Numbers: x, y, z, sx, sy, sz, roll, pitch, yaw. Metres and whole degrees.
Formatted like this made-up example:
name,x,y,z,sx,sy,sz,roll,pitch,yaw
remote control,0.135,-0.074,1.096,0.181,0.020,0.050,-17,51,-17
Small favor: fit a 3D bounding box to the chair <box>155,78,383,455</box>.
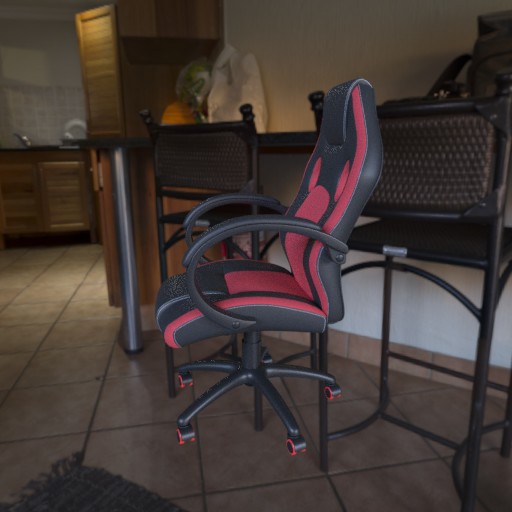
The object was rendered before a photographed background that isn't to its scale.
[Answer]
name,x,y,z,sx,sy,sz,roll,pitch,yaw
chair,0.000,0.000,1.594,0.724,1.187,0.673,-2,14,-9
